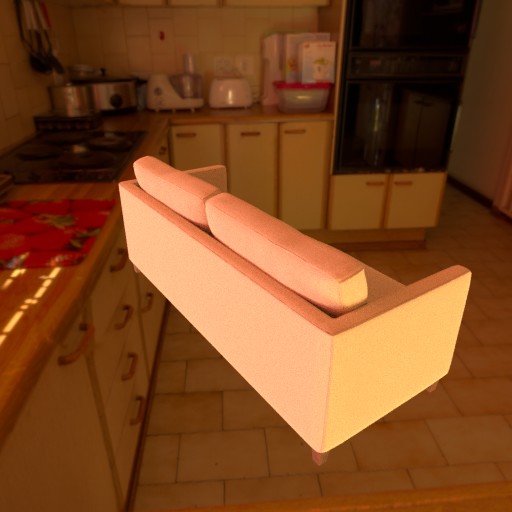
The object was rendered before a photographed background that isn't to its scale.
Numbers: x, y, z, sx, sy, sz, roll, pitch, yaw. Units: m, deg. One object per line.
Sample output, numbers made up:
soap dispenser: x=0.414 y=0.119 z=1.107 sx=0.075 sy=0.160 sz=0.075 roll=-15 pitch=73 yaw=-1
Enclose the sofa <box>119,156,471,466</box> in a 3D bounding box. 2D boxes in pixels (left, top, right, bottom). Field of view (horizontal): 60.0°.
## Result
sofa: x=0.000 y=0.000 z=2.852 sx=0.951 sy=0.968 sz=2.361 roll=-17 pitch=31 yaw=-31
